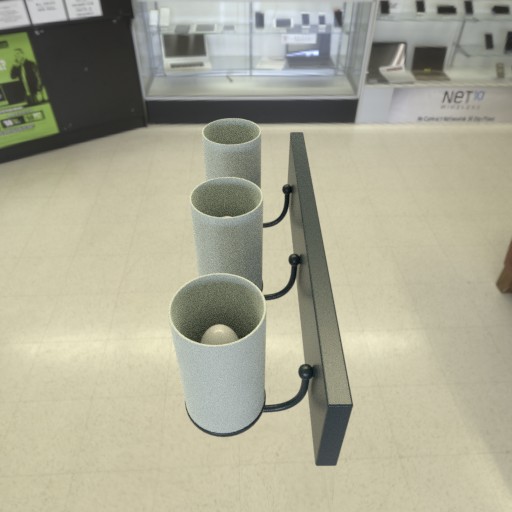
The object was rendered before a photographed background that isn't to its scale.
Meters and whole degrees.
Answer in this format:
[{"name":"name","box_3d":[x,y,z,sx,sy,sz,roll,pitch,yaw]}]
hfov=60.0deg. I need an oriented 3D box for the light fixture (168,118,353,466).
[{"name":"light fixture","box_3d":[0.000,0.000,0.534,0.145,0.172,0.451,0,42,0]}]
